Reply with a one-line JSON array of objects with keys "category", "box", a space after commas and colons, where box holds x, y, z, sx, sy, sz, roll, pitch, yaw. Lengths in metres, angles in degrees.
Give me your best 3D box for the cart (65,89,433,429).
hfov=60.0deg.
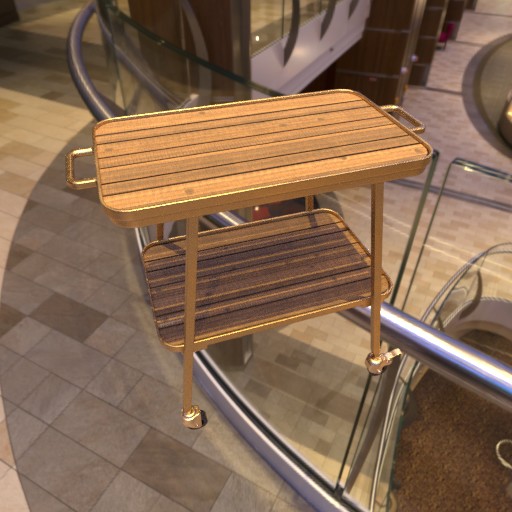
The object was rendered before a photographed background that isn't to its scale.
[{"category": "cart", "box": [0.000, 0.000, 1.212, 0.806, 0.700, 0.524, -12, 42, -14]}]
